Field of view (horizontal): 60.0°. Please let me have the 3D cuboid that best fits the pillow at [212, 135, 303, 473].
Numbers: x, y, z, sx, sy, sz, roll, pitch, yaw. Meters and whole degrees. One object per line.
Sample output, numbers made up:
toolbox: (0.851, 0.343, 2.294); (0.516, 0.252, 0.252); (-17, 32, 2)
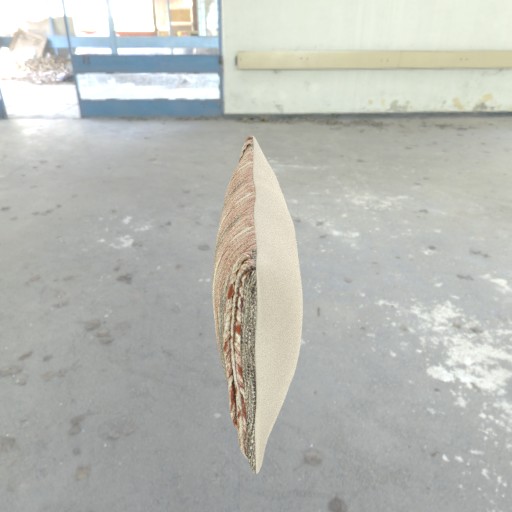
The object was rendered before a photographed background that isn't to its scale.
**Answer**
pillow: (0.000, 0.000, 0.756); (0.139, 0.282, 0.635); (0, 27, -1)
